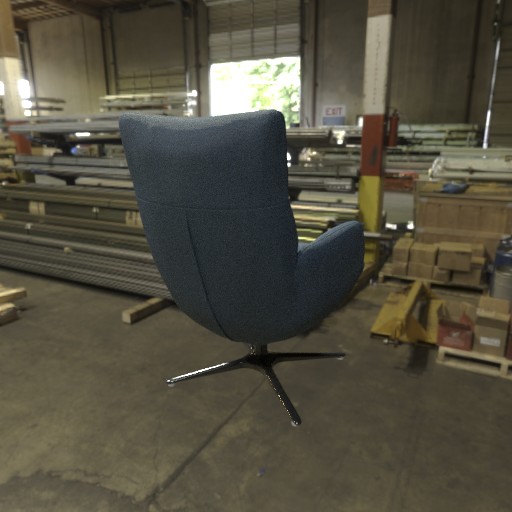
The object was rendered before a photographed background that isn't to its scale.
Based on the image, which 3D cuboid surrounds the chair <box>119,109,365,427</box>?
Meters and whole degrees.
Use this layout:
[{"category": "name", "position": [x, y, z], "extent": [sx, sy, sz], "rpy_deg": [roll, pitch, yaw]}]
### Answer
[{"category": "chair", "position": [0.000, 0.000, 1.669], "extent": [0.711, 1.016, 0.889], "rpy_deg": [8, 18, 26]}]
